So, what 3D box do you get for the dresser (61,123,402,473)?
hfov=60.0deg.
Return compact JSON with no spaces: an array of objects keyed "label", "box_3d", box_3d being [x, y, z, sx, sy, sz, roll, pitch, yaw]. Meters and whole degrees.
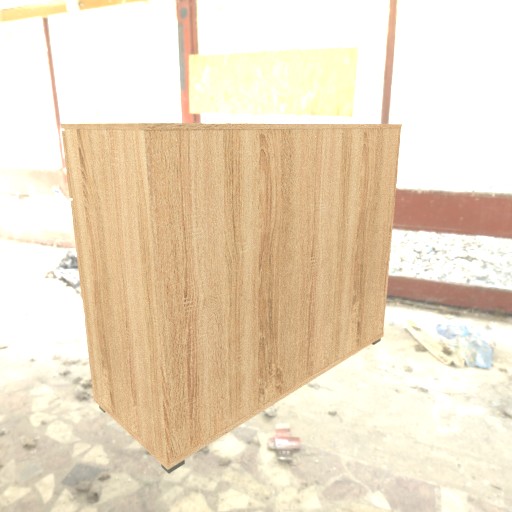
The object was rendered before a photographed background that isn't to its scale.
[{"label":"dresser","box_3d":[0.000,0.000,1.574,1.100,0.900,0.450,-16,23,-42]}]
